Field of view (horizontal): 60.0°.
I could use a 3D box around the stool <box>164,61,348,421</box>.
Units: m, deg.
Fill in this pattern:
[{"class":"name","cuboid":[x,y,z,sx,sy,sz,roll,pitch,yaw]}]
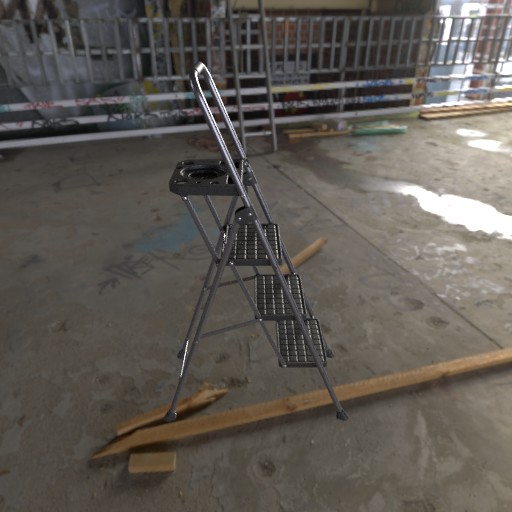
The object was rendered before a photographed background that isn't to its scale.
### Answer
[{"class":"stool","cuboid":[0.000,0.000,1.599,0.733,1.277,0.396,0,30,0]}]
